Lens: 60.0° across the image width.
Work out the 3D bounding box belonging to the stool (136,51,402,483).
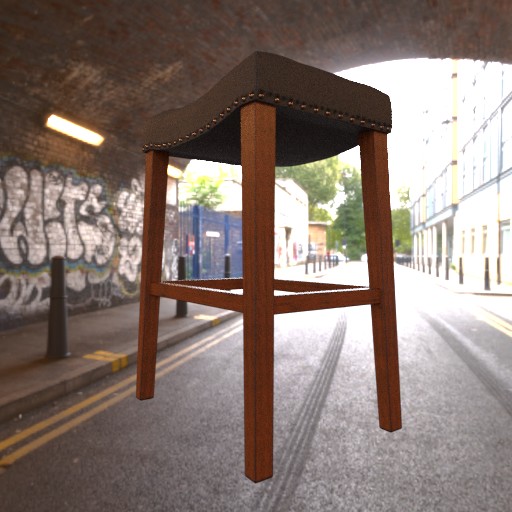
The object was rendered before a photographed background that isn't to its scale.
[{"bbox_3d":[0.000,0.000,0.865,0.320,0.612,0.439,0,1,-36],"label":"stool"}]
